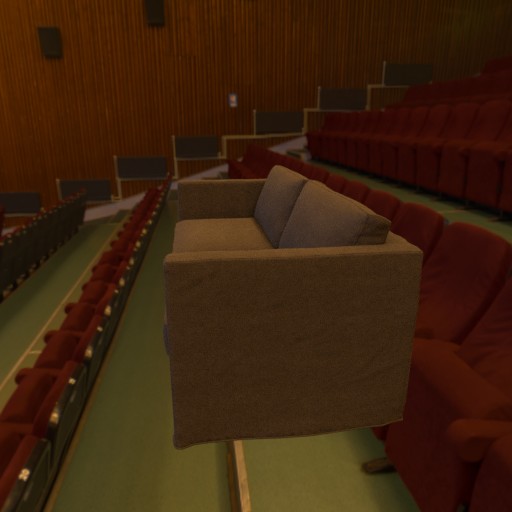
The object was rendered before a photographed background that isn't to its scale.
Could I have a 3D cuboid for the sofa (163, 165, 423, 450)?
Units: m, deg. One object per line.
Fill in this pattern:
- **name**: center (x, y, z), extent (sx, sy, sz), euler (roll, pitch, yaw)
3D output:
- **sofa**: center (0.000, 0.000, 2.504), extent (0.953, 0.855, 1.982), euler (-2, 18, -8)
